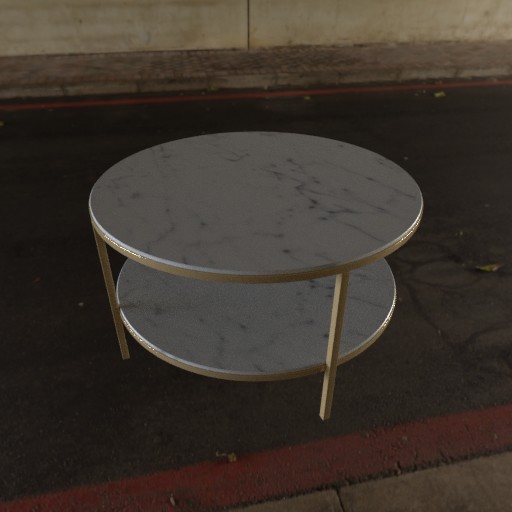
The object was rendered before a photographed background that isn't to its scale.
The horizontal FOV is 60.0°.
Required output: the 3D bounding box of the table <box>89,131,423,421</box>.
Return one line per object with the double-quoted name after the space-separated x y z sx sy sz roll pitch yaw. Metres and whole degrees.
0.000 0.000 1.230 0.800 0.450 0.800 0 33 0 "table"
